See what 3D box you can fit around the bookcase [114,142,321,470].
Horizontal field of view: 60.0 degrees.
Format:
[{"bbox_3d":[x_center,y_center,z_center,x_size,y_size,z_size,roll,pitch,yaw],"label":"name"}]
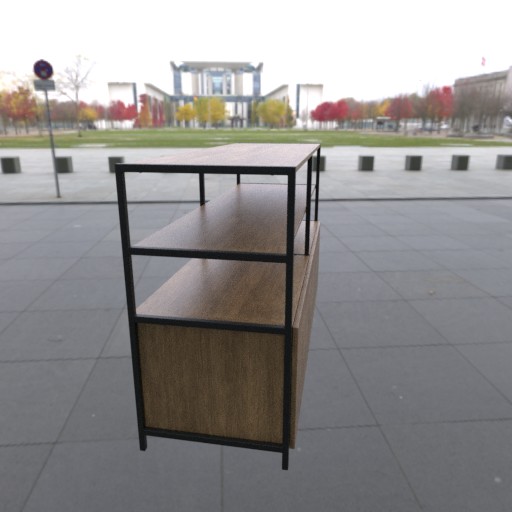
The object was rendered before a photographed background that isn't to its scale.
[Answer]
[{"bbox_3d":[0.000,0.000,1.527,0.391,0.712,1.149,3,17,10],"label":"bookcase"}]
